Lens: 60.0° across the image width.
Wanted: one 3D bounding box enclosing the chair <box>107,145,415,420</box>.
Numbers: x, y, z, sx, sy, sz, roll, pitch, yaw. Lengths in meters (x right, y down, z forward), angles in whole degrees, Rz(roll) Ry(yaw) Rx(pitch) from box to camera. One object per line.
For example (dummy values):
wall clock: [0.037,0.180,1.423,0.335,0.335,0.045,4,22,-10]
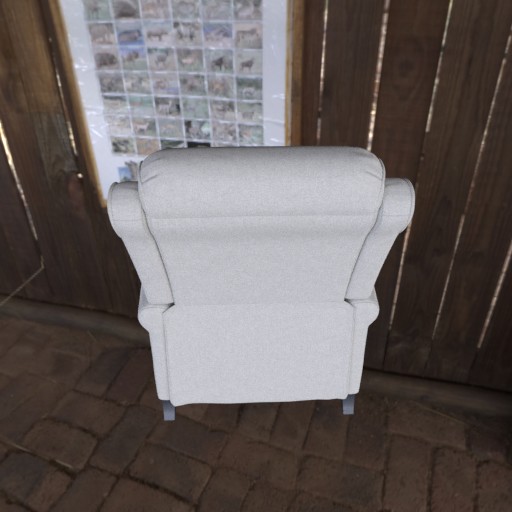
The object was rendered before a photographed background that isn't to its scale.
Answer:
chair: [0.000,0.000,1.723,0.859,1.046,0.919,-1,30,-2]
